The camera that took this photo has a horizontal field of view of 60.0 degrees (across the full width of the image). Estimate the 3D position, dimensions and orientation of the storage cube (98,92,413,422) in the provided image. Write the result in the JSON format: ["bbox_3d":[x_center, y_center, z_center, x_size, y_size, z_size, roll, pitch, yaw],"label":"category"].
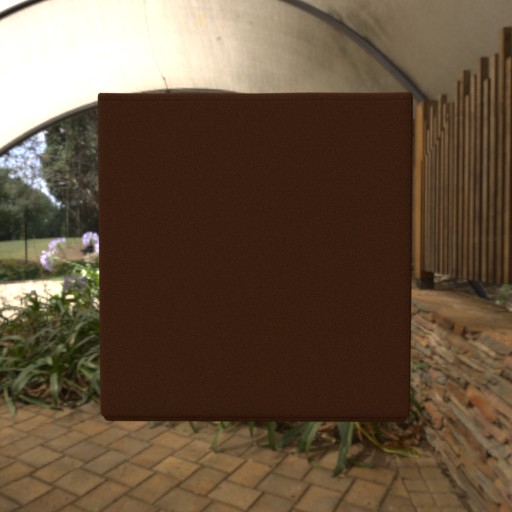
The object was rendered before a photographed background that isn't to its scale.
[{"bbox_3d":[0.000,0.000,0.506,0.270,0.280,0.270,0,1,0],"label":"storage cube"}]
